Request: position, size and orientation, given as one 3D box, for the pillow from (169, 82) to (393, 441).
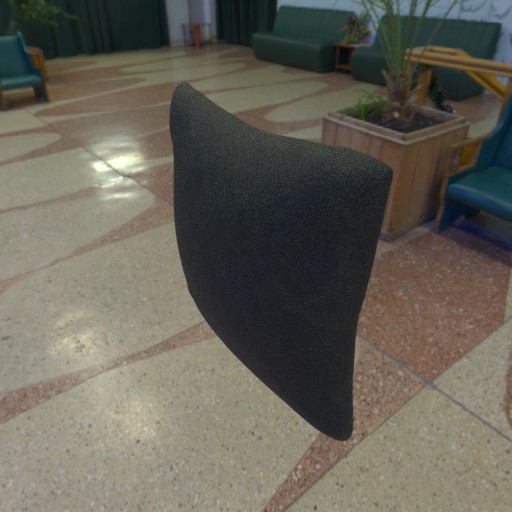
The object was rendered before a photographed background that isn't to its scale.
[{"bbox_3d":[0.000,0.000,0.808,0.210,0.523,0.533,-22,39,-30],"label":"pillow"}]
